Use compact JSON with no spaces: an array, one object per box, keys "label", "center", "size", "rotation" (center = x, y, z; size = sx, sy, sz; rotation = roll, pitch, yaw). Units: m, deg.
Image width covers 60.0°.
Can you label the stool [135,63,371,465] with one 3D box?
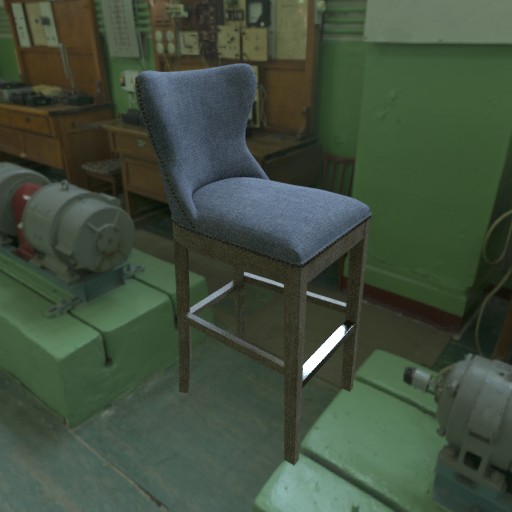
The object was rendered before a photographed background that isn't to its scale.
[{"label":"stool","center":[0.000,0.000,1.447],"size":[0.606,1.123,0.494],"rotation":[18,32,32]}]
